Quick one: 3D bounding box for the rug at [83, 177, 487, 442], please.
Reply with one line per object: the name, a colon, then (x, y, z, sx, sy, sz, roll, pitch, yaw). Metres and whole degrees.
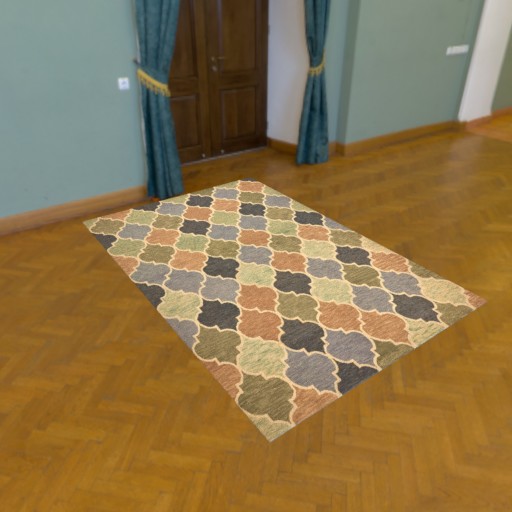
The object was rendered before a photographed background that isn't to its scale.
rug: (0.000, 0.000, 2.297, 1.216, 0.006, 1.828, -21, 37, -30)
